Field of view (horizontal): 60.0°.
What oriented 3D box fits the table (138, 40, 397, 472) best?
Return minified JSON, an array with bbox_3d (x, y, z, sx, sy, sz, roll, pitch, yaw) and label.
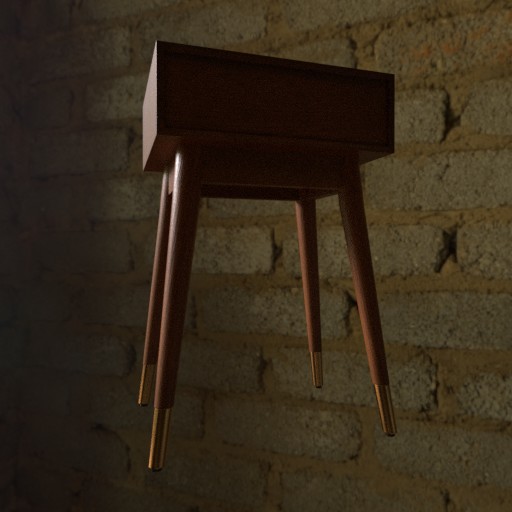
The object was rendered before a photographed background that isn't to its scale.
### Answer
[{"bbox_3d":[0.000,0.000,0.813,0.406,0.599,0.300,0,1,-18],"label":"table"}]
